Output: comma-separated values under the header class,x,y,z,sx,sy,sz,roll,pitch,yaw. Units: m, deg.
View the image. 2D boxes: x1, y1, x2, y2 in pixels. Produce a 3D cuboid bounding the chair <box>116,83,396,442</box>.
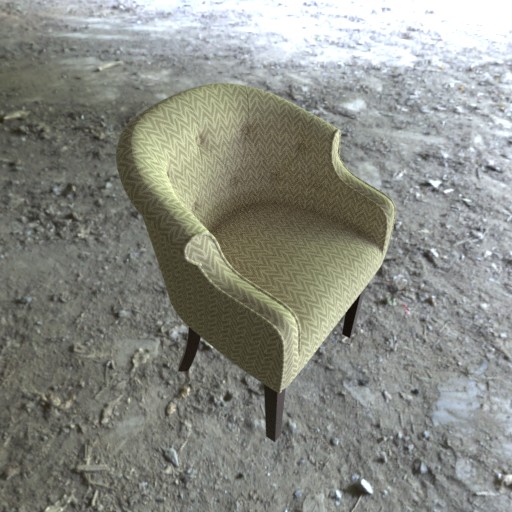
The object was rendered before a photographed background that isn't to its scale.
class,x,y,z,sx,sy,sz,roll,pitch,yaw
chair,0.000,0.000,1.335,0.613,0.858,0.686,26,47,27
